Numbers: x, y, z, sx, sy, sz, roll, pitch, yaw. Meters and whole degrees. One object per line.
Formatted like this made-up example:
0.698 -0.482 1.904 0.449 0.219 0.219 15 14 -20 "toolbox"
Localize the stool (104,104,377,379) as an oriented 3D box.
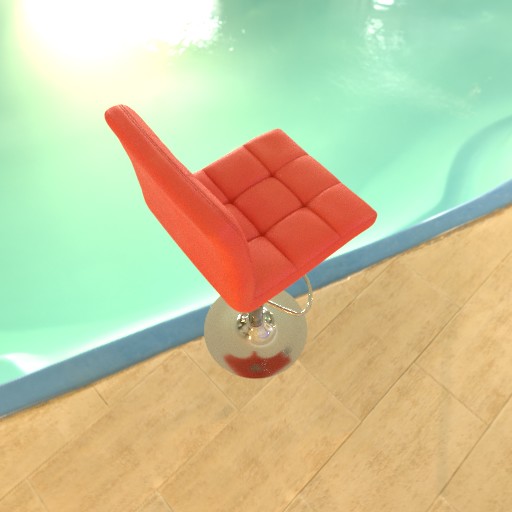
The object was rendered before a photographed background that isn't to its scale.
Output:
0.000 0.000 1.360 0.505 1.115 0.430 -33 63 -19 "stool"
